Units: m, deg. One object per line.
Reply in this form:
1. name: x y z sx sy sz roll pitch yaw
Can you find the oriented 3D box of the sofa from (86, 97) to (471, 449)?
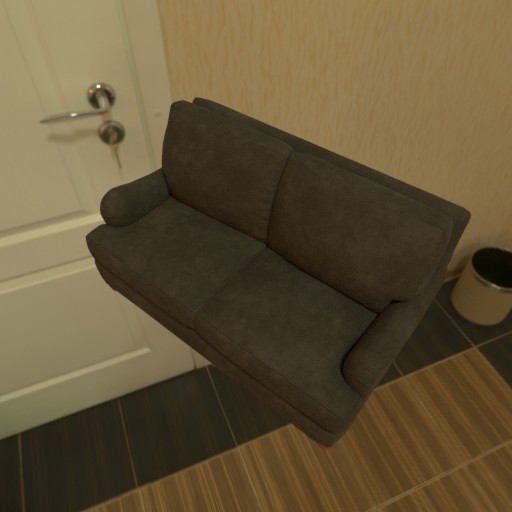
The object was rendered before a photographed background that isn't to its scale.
1. sofa: 0.000 0.000 2.522 1.853 1.101 1.084 31 55 25
